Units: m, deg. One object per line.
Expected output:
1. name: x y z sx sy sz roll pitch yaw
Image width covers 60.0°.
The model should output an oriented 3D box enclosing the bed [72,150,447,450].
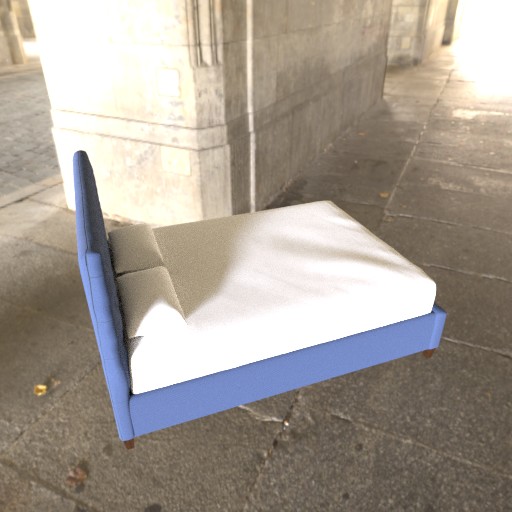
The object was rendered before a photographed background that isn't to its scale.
1. bed: 0.000 0.000 3.418 2.387 1.427 1.706 -11 32 -18
